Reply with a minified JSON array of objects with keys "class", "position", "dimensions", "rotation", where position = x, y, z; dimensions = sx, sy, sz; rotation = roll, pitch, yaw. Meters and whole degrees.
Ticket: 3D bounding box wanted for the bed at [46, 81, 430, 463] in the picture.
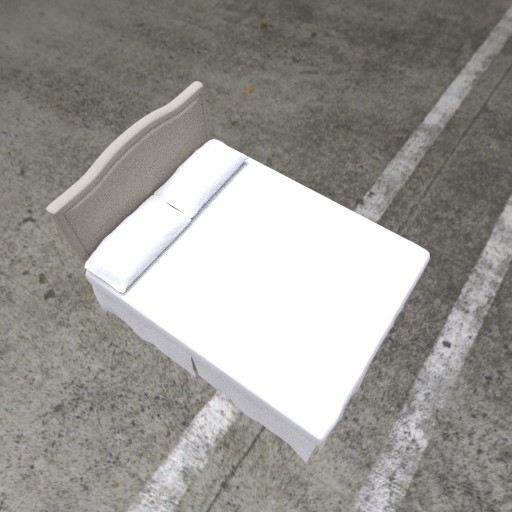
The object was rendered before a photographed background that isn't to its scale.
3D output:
[{"class":"bed","position":[0.000,0.000,3.663],"dimensions":[2.477,1.437,1.977],"rotation":[31,64,17]}]
